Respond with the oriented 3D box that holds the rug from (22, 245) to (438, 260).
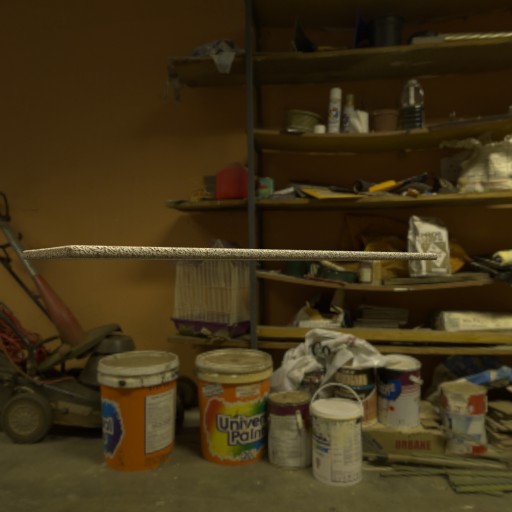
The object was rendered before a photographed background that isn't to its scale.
[{"bbox_3d":[0.000,0.000,1.709,1.524,0.030,0.609,1,-1,-37],"label":"rug"}]
